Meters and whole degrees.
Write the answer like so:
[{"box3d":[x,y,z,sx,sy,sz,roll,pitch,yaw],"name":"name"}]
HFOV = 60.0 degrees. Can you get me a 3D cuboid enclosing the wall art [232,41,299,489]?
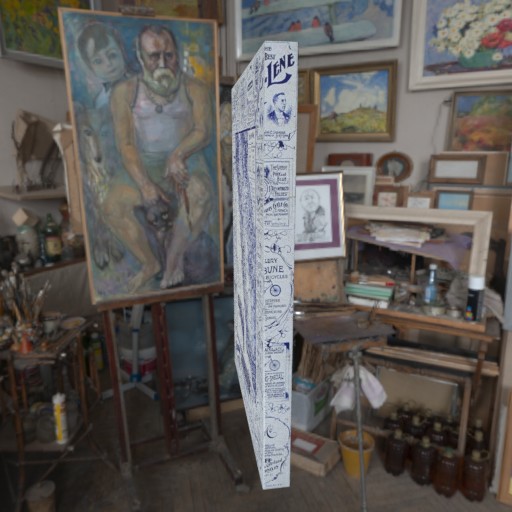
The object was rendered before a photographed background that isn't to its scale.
[{"box3d":[0.000,0.000,0.484,0.025,0.376,0.255,-2,13,-8],"name":"wall art"}]
